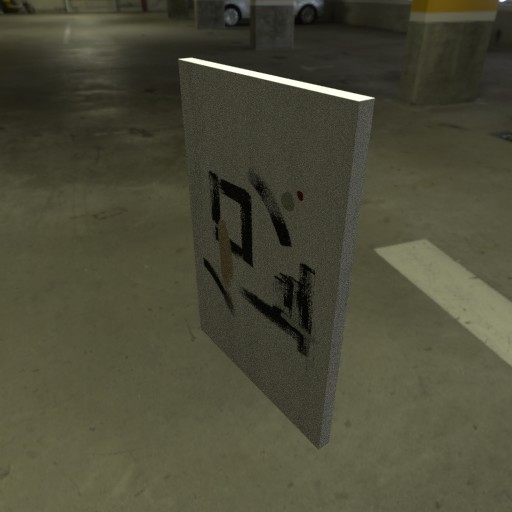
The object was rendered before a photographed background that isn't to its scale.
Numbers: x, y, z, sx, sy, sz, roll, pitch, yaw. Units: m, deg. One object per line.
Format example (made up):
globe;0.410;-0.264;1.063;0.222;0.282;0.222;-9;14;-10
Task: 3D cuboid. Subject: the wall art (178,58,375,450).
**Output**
wall art;0.000;0.000;1.190;0.043;0.914;0.624;-21;37;-31
